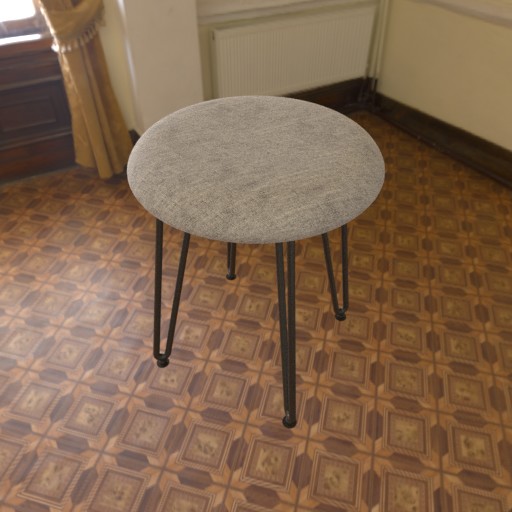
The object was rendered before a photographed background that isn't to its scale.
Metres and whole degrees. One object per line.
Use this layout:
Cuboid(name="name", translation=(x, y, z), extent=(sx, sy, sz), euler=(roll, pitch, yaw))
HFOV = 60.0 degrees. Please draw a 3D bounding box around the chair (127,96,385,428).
Cuboid(name="chair", translation=(0.000, 0.000, 0.649), extent=(0.350, 0.386, 0.350), euler=(-12, 43, -13))
